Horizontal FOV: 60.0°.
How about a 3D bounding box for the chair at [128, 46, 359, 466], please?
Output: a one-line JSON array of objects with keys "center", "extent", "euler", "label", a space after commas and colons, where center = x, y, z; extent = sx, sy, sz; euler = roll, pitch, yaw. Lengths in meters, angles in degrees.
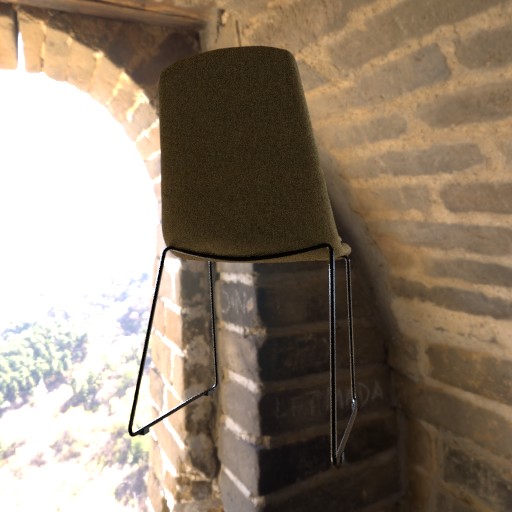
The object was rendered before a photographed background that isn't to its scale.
[{"center": [0.000, 0.000, 1.135], "extent": [0.479, 0.849, 0.496], "euler": [-1, -2, 19], "label": "chair"}]
